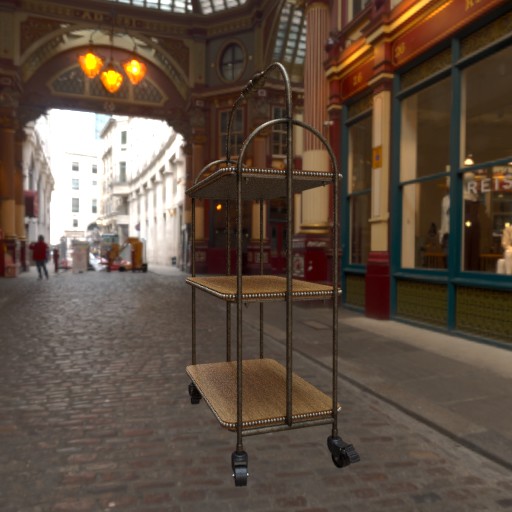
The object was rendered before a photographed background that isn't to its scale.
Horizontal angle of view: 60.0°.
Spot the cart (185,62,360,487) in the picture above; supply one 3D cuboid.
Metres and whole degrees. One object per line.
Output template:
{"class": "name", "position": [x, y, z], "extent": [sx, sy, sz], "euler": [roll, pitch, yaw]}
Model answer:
{"class": "cart", "position": [0.000, 0.000, 1.316], "extent": [0.330, 1.052, 0.650], "euler": [-1, 2, -19]}
